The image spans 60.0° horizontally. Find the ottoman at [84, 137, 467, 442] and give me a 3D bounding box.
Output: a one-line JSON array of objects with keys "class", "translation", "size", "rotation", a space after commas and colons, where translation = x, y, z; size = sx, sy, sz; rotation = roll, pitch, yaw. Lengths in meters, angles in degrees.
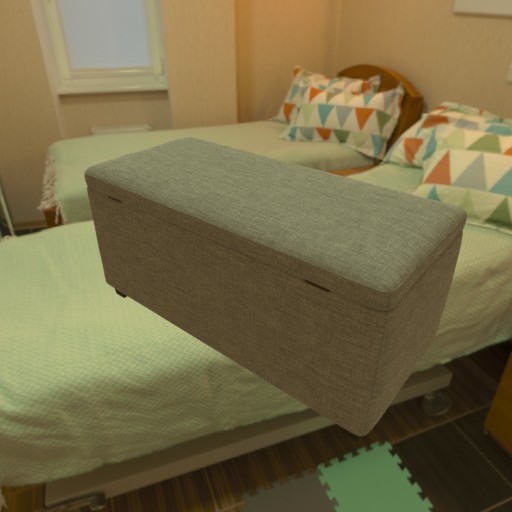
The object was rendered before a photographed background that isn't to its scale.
[{"class": "ottoman", "translation": [0.000, 0.000, 1.169], "size": [0.902, 0.432, 0.419], "rotation": [23, 38, 33]}]
